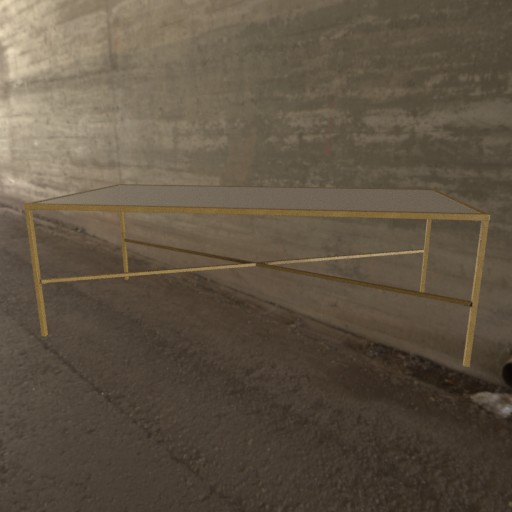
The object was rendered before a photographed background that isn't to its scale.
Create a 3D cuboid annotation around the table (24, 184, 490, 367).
[{"bbox_3d":[0.000,0.000,1.460,1.206,0.398,0.580,2,15,9],"label":"table"}]
